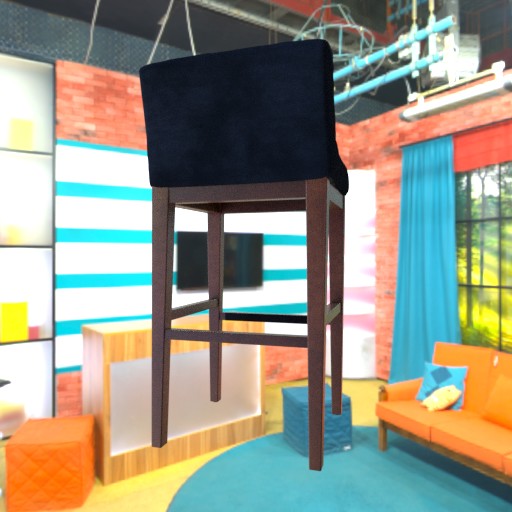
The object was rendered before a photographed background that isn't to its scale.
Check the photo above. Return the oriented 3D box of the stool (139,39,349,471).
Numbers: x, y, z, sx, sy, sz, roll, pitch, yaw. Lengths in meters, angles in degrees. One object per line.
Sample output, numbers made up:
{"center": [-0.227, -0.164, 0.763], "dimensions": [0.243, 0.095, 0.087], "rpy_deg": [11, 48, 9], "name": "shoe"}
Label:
{"center": [0.000, 0.000, 1.319], "dimensions": [0.511, 1.037, 0.500], "rpy_deg": [0, 0, 17], "name": "stool"}
